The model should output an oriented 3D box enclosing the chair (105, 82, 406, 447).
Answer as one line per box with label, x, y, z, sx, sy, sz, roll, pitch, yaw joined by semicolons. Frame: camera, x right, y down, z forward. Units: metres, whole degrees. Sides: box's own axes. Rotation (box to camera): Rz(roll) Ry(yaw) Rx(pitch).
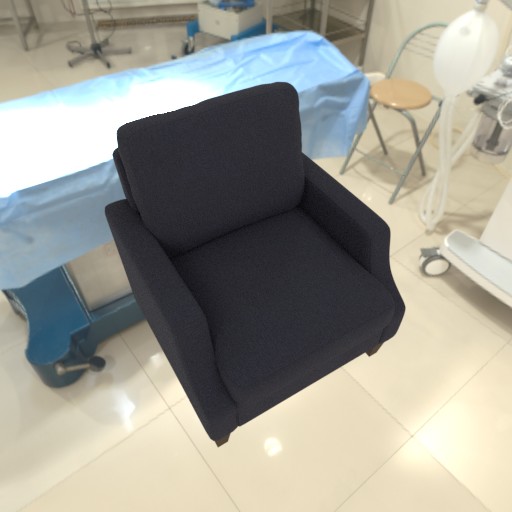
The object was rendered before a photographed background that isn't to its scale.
chair;0.000;0.000;1.664;0.855;0.991;0.897;-24;51;-21
